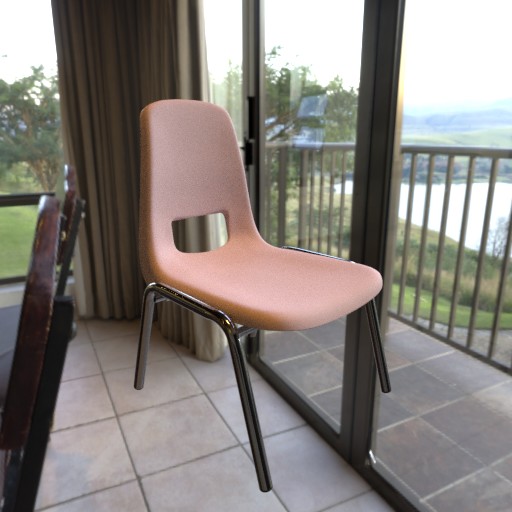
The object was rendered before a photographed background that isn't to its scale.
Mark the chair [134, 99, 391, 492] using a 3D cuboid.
[{"bbox_3d":[0.000,0.000,0.781,0.385,0.536,0.354,15,22,42],"label":"chair"}]
